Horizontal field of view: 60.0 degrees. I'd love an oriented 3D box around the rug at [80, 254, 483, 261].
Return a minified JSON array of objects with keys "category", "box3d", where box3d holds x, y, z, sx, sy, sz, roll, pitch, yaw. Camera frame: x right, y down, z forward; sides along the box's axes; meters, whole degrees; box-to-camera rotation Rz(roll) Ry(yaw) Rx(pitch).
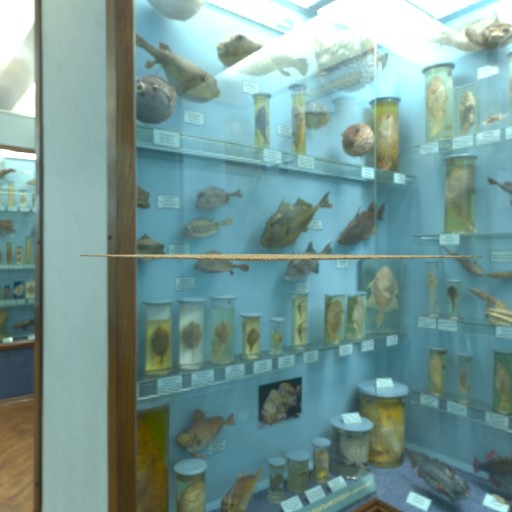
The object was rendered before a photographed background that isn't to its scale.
[{"category":"rug","box3d":[0.000,0.000,4.327,2.438,0.012,3.200,0,1,-37]}]
